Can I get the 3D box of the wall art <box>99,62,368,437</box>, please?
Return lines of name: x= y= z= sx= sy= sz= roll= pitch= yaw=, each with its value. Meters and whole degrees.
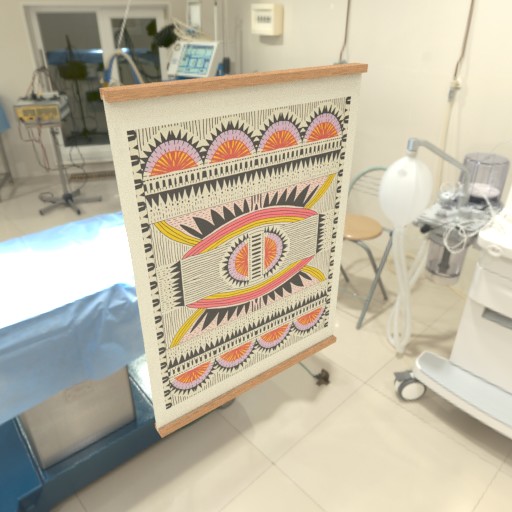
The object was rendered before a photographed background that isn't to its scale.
wall art: x=0.000 y=0.000 z=0.796 sx=0.456 sy=0.609 sz=0.028 roll=-20 pitch=35 yaw=-31
